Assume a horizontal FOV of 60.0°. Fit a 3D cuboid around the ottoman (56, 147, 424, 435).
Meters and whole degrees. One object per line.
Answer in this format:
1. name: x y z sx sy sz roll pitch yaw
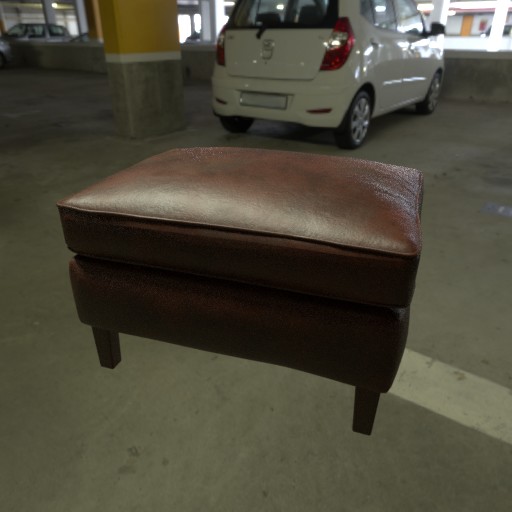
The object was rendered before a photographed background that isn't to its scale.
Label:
1. ottoman: 0.000 0.000 0.987 0.665 0.432 0.501 9 28 17
